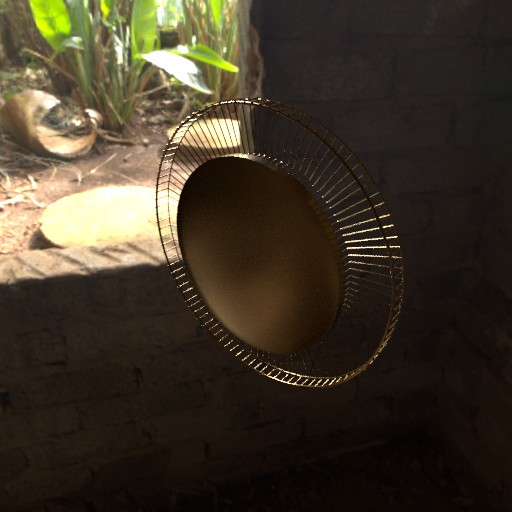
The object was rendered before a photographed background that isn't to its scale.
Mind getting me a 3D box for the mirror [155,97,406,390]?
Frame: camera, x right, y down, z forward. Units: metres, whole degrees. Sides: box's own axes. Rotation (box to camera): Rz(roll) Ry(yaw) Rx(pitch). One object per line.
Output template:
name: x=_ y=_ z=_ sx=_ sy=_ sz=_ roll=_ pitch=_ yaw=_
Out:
mirror: x=0.000 y=0.000 z=1.045 sx=0.703 sy=0.703 sz=0.067 roll=22 pitch=36 yaw=34
